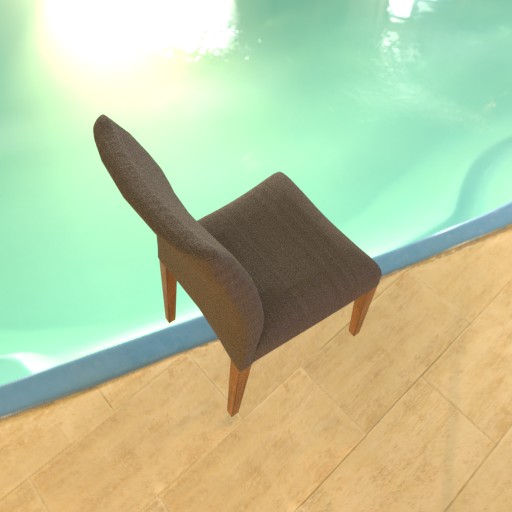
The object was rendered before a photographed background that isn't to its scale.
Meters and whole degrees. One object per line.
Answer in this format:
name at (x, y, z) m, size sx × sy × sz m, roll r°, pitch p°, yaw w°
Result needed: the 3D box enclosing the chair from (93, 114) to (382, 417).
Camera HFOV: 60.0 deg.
chair at (0.000, 0.000, 1.264) m, size 0.585 × 0.940 × 0.496 m, roll -31°, pitch 62°, yaw -19°
